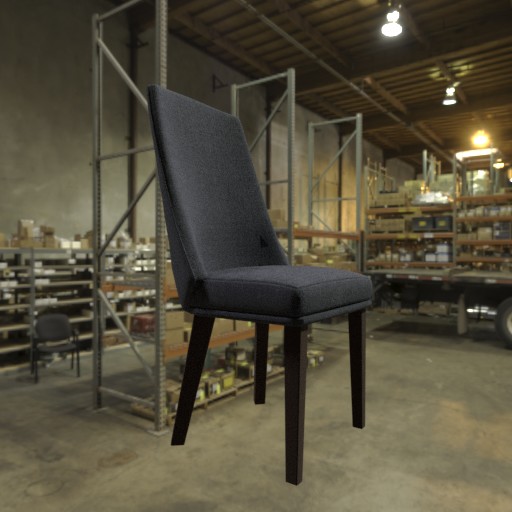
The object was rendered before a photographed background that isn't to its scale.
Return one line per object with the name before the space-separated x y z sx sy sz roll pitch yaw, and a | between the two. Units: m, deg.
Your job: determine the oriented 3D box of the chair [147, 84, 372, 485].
chair | 0.000 0.000 1.331 0.577 1.050 0.510 0 1 35
